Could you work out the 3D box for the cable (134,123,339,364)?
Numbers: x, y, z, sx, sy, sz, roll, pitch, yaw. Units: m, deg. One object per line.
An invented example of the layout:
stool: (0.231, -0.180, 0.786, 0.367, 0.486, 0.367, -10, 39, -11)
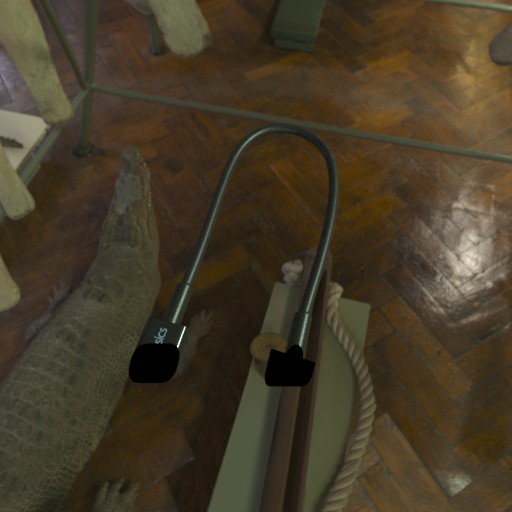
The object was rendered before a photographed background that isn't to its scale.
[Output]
cable: (0.000, 0.000, 0.115, 0.040, 0.006, 0.098, 13, 60, 8)
